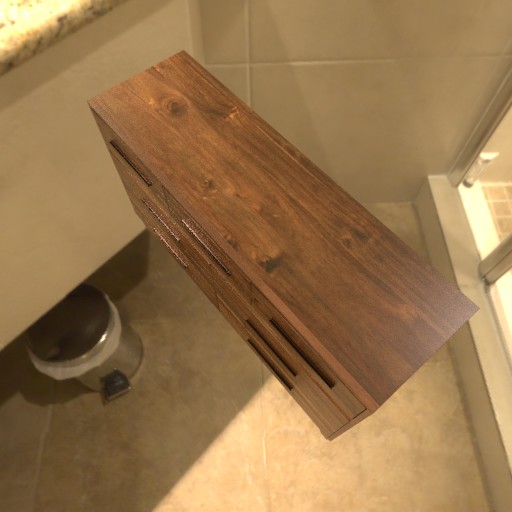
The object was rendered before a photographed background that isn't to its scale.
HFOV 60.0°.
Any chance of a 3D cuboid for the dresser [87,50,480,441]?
[{"bbox_3d":[0.000,0.000,1.794,0.446,0.873,1.400,-37,68,-17],"label":"dresser"}]
